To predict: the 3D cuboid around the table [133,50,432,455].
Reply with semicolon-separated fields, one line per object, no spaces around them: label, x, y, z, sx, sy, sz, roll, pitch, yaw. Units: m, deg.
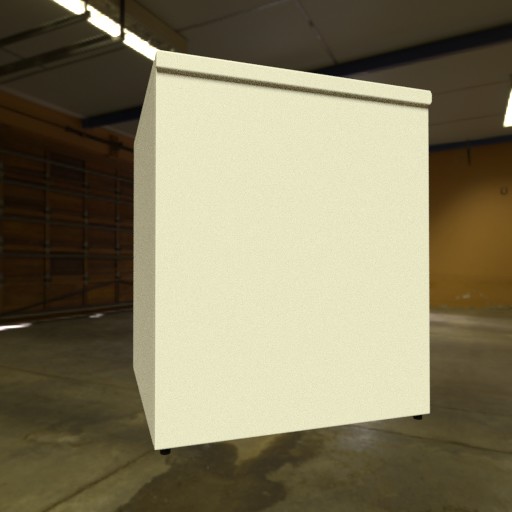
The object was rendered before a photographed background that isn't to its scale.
table;0.000;0.000;0.758;0.380;0.460;0.420;0;-1;-19
